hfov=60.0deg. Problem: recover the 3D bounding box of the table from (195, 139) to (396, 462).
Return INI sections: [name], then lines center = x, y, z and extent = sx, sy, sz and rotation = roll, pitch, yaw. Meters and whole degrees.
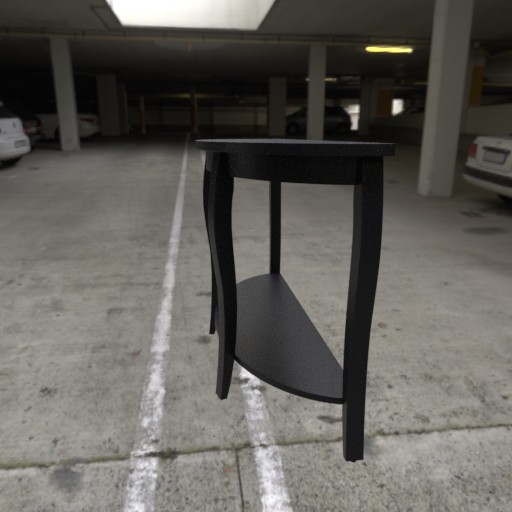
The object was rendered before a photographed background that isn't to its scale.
[table]
center = 0.000, 0.000, 1.545
extent = 0.394, 0.780, 1.219
rotation = -2, 15, -8
